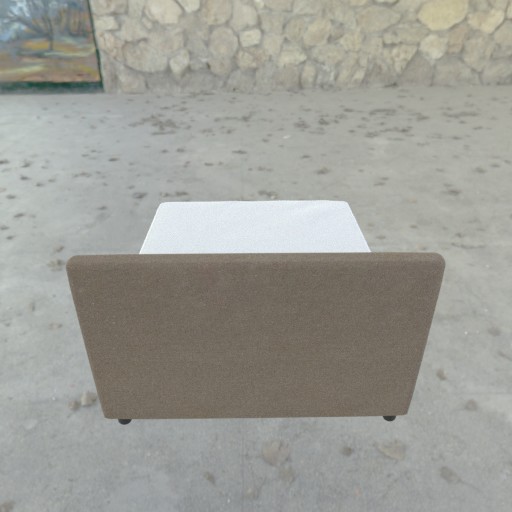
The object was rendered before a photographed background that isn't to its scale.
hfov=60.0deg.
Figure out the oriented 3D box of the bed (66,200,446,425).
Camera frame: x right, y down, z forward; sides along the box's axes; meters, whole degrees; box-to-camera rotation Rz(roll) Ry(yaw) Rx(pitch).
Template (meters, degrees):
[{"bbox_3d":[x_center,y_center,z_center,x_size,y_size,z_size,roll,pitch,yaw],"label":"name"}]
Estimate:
[{"bbox_3d":[0.000,0.000,3.654,2.119,1.317,2.341,0,31,-1],"label":"bed"}]
